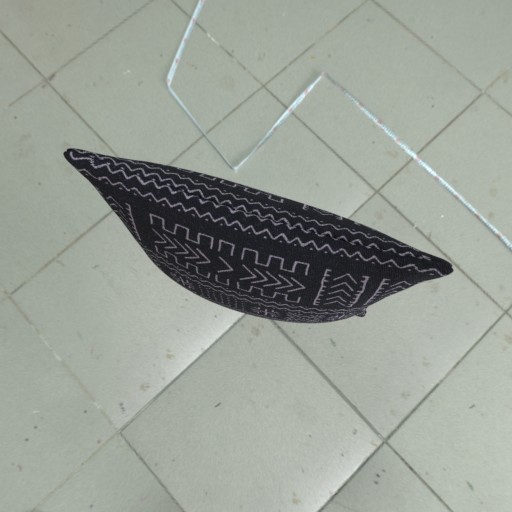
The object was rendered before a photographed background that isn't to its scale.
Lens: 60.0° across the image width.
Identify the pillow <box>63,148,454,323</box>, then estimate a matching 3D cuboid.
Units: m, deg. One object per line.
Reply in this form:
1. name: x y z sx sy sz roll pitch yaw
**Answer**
1. pillow: 0.000 0.000 0.667 0.438 0.430 0.164 17 77 4
